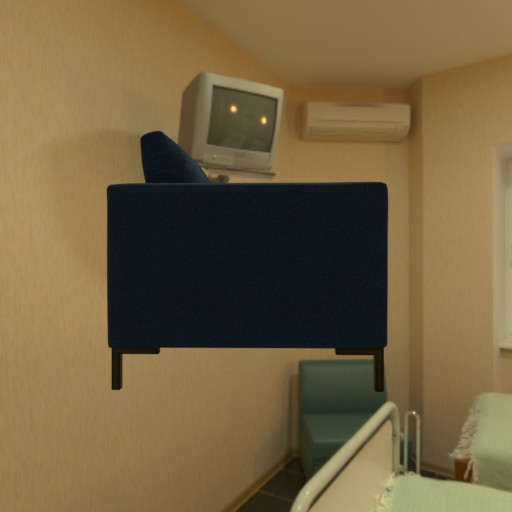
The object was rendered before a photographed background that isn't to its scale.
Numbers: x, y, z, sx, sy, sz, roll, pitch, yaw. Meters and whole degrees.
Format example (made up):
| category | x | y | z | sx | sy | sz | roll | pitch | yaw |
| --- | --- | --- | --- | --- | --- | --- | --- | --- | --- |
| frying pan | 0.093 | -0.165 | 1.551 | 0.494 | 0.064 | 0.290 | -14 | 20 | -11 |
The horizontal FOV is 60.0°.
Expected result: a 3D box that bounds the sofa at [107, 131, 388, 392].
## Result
| category | x | y | z | sx | sy | sz | roll | pitch | yaw |
| --- | --- | --- | --- | --- | --- | --- | --- | --- | --- |
| sofa | 0.000 | 0.000 | 2.140 | 0.875 | 0.817 | 1.676 | 0 | 0 | 1 |
